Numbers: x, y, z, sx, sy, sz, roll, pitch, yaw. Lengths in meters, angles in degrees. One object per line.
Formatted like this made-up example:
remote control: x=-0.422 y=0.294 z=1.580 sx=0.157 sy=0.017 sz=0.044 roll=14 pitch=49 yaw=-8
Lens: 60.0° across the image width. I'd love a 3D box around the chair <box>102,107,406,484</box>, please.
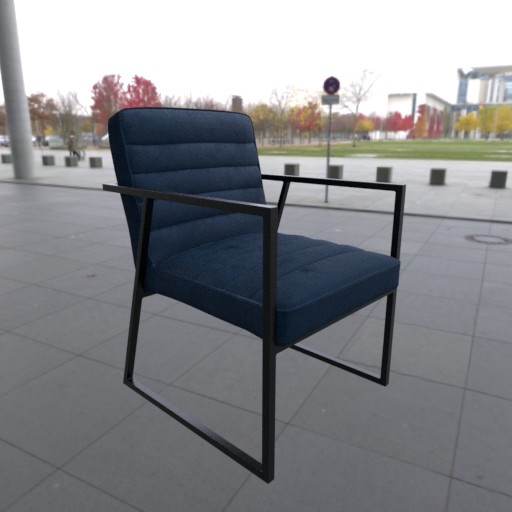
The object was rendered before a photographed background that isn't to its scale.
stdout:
chair: x=0.000 y=0.000 z=1.284 sx=0.677 sy=0.833 sz=0.571 roll=14 pitch=21 yaw=42
